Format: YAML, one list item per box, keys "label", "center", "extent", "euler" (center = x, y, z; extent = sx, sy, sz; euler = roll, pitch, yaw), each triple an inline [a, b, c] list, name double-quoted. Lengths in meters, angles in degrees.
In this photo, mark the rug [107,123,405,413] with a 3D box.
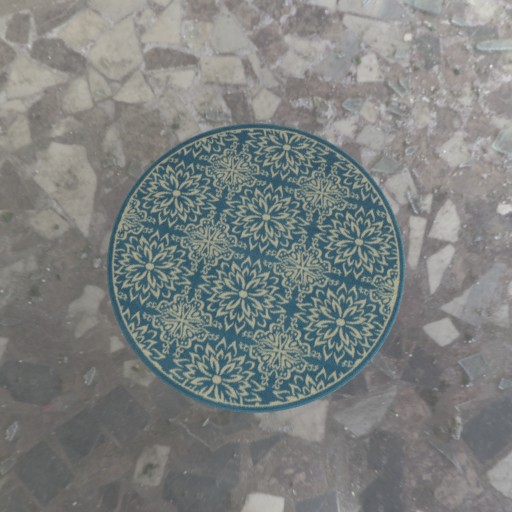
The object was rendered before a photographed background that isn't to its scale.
- label: "rug"
  center: [0.000, 0.000, 2.376]
  extent: [1.593, 0.012, 1.593]
  euler: [0, 76, 0]
